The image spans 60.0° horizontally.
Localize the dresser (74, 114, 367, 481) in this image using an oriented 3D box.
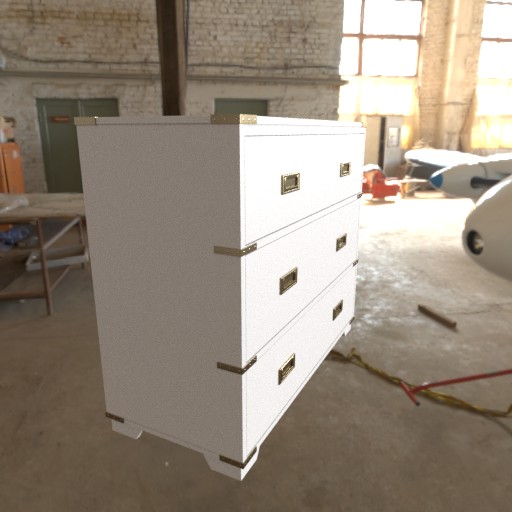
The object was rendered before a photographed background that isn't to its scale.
[{"bbox_3d":[0.000,0.000,1.523,0.460,0.891,1.022,8,18,26],"label":"dresser"}]
